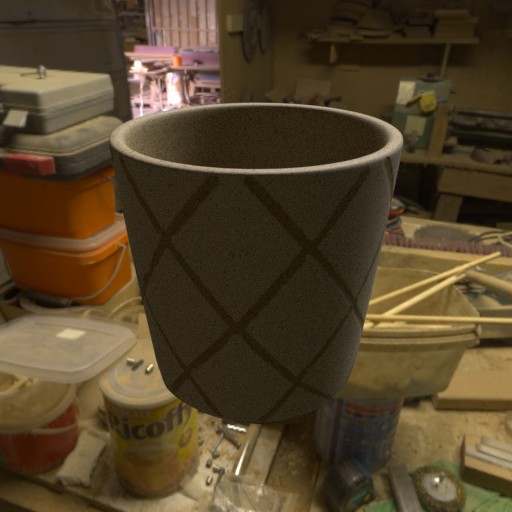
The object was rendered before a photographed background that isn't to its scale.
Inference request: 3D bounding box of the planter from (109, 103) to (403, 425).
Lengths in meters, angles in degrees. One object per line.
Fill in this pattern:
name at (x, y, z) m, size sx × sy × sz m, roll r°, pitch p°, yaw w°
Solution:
planter at (0.000, 0.000, 0.412) m, size 0.228 × 0.235 × 0.228 m, roll 0°, pitch 29°, yaw 0°
